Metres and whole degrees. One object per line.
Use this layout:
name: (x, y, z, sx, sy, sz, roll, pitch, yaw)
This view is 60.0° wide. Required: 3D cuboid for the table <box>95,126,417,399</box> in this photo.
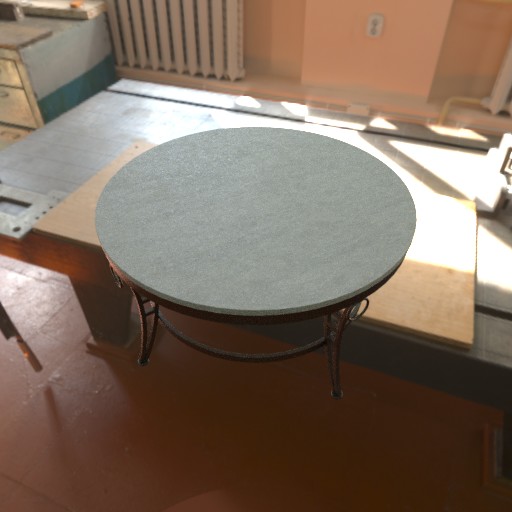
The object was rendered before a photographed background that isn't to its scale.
table: (0.000, 0.000, 1.420, 0.889, 0.470, 0.889, 0, 41, 0)
